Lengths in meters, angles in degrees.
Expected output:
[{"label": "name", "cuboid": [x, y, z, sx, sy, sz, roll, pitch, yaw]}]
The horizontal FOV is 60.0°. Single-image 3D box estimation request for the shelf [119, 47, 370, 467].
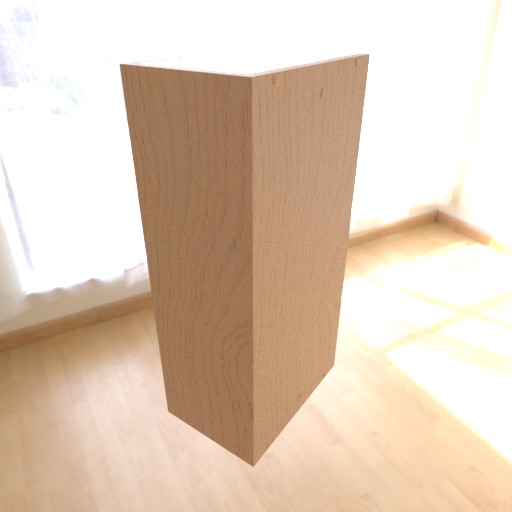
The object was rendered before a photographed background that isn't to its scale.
[{"label": "shelf", "cuboid": [0.000, 0.000, 0.733, 0.200, 0.600, 0.290, 19, 35, 30]}]
